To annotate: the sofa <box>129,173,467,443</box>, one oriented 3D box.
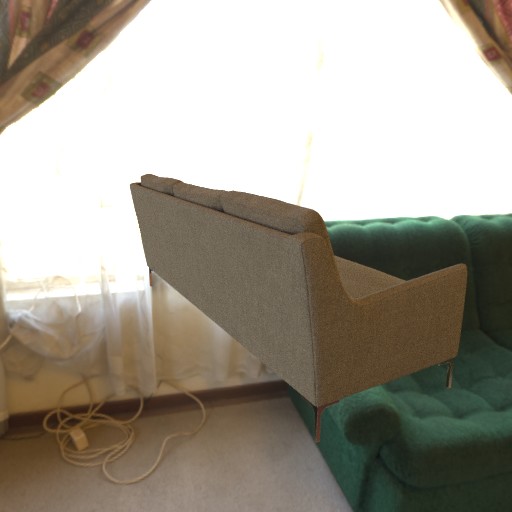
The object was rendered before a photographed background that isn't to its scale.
[{"bbox_3d":[0.000,0.000,2.473,0.849,0.837,2.060,-8,17,-29],"label":"sofa"}]
